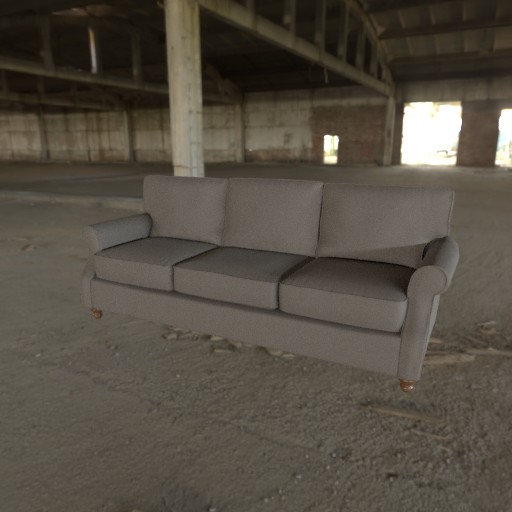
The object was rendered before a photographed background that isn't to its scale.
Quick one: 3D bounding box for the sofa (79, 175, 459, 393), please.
[{"bbox_3d":[0.000,0.000,2.847,2.353,0.948,0.966,7,16,26],"label":"sofa"}]
